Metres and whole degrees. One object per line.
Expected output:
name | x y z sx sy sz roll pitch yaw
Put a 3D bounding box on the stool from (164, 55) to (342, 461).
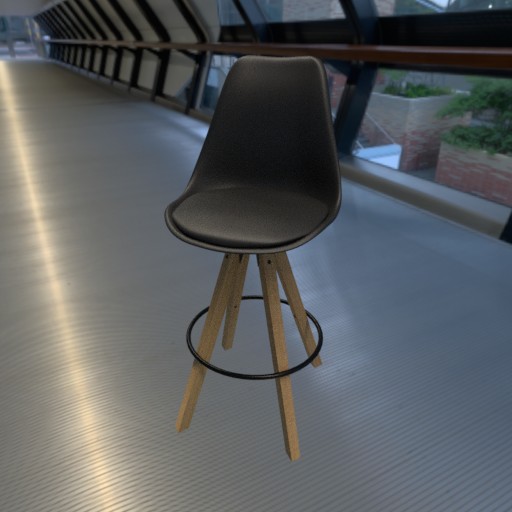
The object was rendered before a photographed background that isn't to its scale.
stool | 0.000 0.000 1.380 0.485 1.115 0.550 8 28 15
